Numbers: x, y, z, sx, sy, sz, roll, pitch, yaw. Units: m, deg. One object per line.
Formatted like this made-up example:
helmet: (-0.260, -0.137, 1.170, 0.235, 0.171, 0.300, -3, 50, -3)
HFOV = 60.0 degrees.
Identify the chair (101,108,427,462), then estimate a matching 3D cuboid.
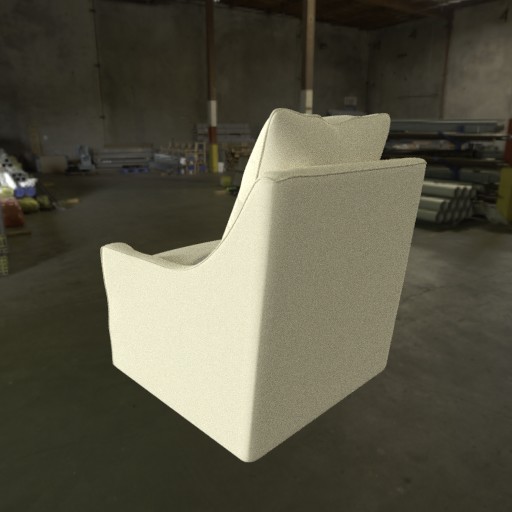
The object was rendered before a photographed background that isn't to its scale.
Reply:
chair: (0.000, 0.000, 1.580, 0.756, 0.965, 0.876, -15, 22, -43)
